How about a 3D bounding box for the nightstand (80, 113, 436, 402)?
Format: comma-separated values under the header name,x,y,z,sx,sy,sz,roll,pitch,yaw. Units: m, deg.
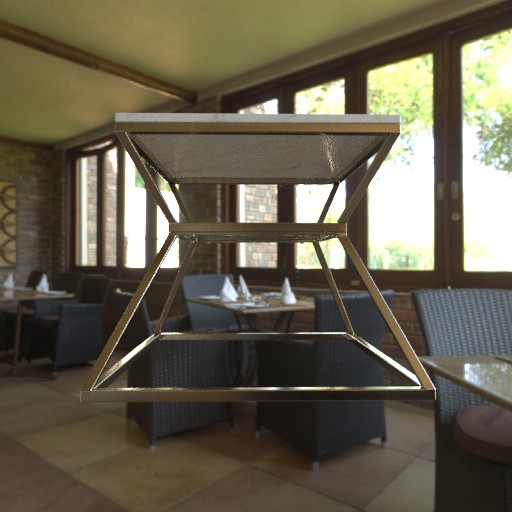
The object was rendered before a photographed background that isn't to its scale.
name,x,y,z,sx,sy,sz,roll,pitch,yaw
nightstand,0.000,0.000,0.899,0.514,0.426,0.513,0,-1,-1
